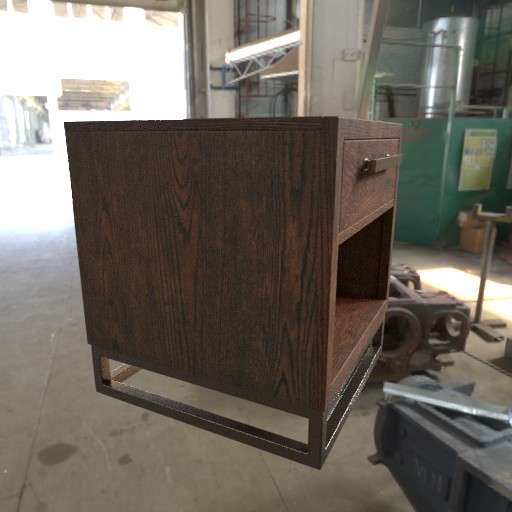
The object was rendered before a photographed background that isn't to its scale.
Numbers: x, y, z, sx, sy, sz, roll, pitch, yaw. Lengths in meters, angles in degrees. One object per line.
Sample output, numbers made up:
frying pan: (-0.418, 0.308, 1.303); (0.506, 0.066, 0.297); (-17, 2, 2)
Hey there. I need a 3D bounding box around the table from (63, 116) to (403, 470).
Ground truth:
table: (0.000, 0.000, 1.009); (0.566, 0.582, 0.506); (8, 17, 26)
